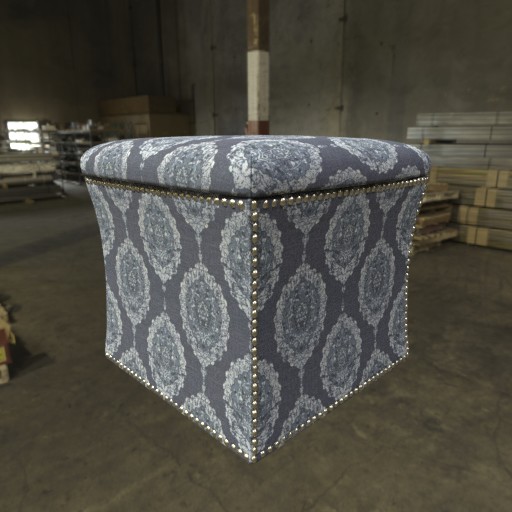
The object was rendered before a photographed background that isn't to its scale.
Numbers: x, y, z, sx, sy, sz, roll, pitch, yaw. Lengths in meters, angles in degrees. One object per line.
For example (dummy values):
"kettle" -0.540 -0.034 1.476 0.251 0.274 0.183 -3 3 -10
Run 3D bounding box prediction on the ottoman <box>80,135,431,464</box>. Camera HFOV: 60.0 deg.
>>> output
"ottoman" 0.000 0.000 0.902 0.507 0.475 0.497 -14 21 -42
